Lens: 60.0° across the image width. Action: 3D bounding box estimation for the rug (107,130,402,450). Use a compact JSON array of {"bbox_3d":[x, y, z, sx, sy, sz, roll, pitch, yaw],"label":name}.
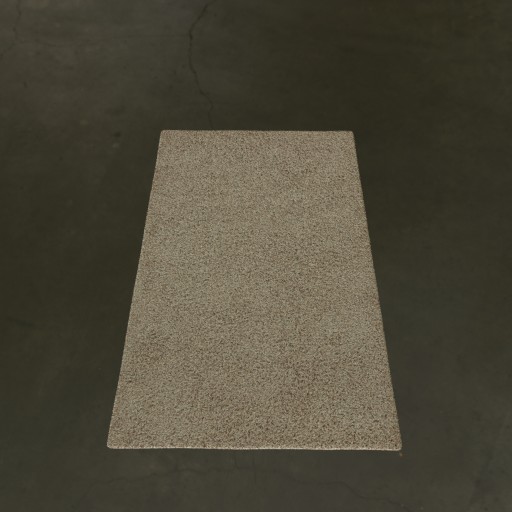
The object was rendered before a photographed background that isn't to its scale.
[{"bbox_3d":[0.000,0.000,3.393,1.778,0.030,2.743,0,58,0],"label":"rug"}]
